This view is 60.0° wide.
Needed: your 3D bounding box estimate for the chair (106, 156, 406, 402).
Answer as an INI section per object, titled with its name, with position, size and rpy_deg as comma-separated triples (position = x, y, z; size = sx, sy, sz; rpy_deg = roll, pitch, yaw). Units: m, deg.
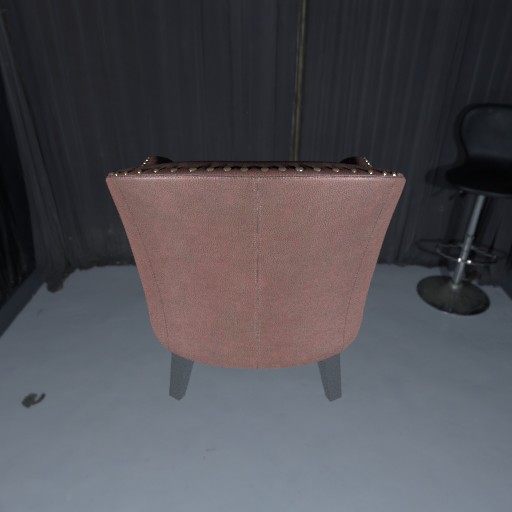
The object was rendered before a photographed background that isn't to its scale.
[chair]
position = 0.000, 0.000, 1.413
size = 0.794, 0.823, 0.748
rpy_deg = 0, 30, 0
